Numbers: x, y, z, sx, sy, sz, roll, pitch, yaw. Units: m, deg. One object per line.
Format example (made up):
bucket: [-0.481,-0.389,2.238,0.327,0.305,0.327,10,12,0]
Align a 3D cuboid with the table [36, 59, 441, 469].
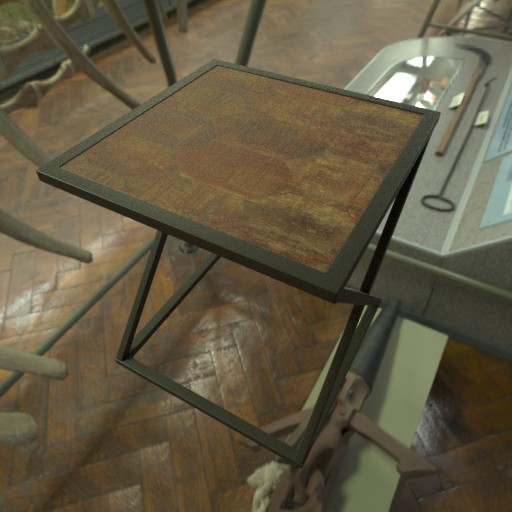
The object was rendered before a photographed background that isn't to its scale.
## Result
table: [0.000,0.000,0.950,0.500,0.565,0.500,22,49,20]
